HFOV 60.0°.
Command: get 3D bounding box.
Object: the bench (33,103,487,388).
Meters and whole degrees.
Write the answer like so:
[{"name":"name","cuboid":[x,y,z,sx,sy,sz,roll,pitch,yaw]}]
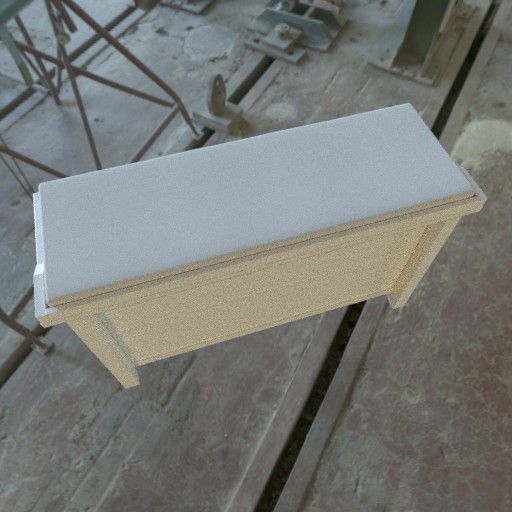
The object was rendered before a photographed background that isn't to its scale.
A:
[{"name":"bench","cuboid":[0.000,0.000,1.238,0.987,0.589,0.346,-15,59,-9]}]
